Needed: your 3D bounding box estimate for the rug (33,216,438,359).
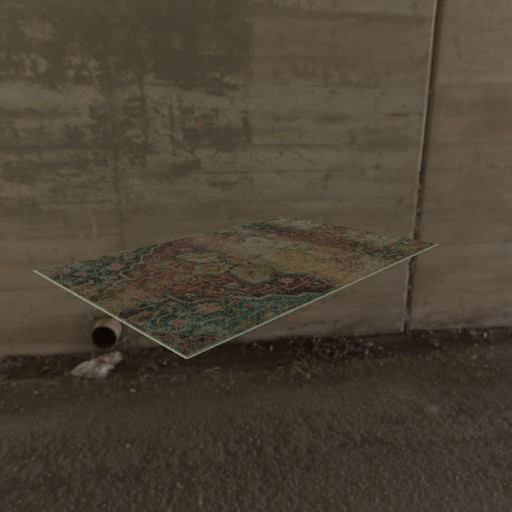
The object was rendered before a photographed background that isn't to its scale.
[{"bbox_3d":[0.000,0.000,3.002,2.363,0.004,1.566,-16,23,-43],"label":"rug"}]
